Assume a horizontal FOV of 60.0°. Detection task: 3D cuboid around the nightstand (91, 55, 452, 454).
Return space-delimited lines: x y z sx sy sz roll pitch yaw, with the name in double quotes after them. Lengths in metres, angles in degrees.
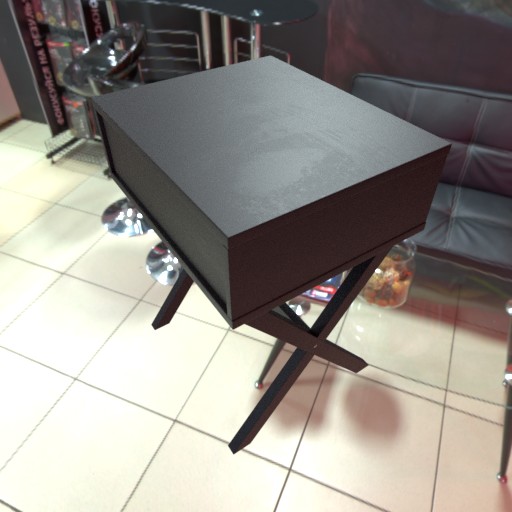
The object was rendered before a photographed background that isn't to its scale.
0.000 0.000 0.950 0.402 0.623 0.479 -24 48 -24 "nightstand"
